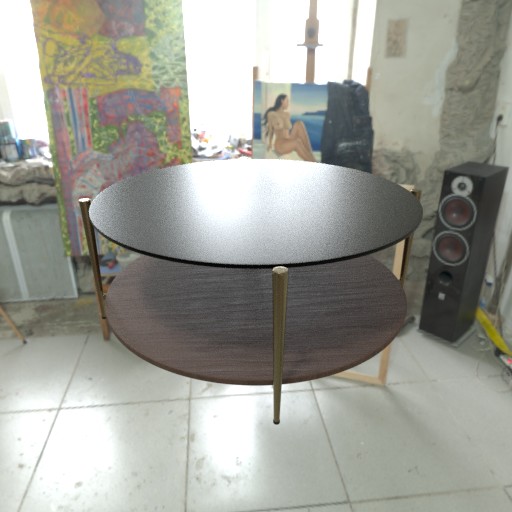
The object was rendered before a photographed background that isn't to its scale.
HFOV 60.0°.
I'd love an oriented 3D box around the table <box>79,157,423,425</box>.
[{"bbox_3d":[0.000,0.000,1.399,0.938,0.400,0.938,-17,30,-32],"label":"table"}]
